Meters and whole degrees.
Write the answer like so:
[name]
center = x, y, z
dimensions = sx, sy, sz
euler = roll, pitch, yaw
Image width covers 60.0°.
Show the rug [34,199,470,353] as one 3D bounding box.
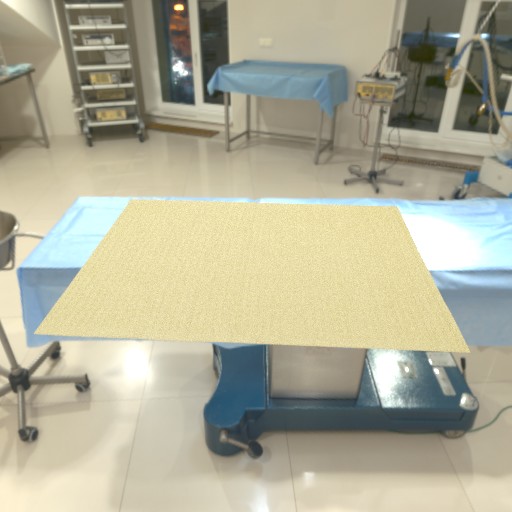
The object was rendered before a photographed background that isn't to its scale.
[rug]
center = 0.000, 0.000, 4.271
dimensions = 3.204, 0.016, 2.452
euler = 2, 31, 3
